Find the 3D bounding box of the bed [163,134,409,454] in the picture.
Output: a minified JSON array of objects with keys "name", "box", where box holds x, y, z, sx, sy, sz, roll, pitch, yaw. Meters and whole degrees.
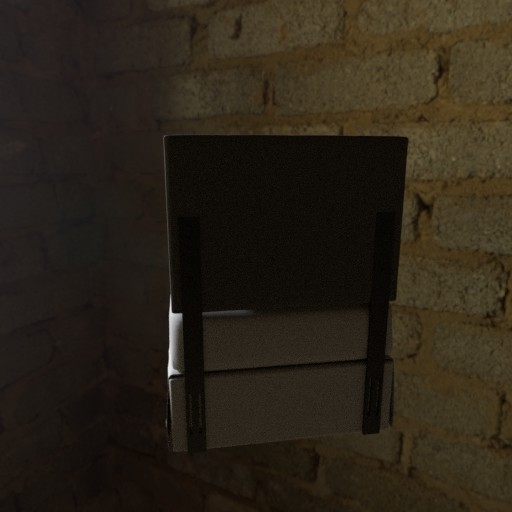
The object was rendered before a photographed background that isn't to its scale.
[{"name":"bed","box":[0.000,0.000,3.101,1.261,1.571,1.997,-2,13,-9]}]
